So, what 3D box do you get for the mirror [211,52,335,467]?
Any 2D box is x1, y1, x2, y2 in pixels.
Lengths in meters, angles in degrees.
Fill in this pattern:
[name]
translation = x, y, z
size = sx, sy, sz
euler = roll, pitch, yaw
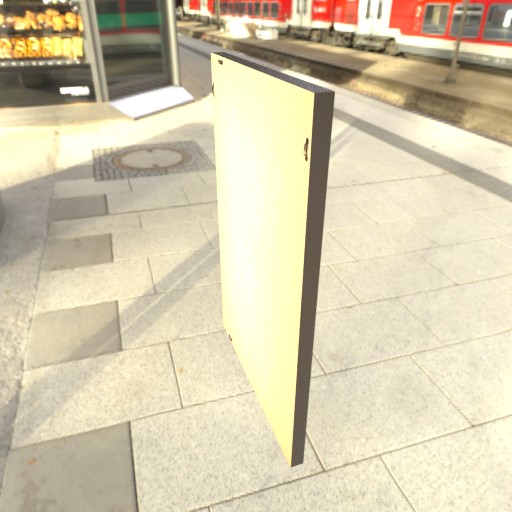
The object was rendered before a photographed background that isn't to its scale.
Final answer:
[mirror]
translation = 0.000, 0.000, 1.156
size = 0.041, 0.915, 0.609
euler = -10, 32, -17
